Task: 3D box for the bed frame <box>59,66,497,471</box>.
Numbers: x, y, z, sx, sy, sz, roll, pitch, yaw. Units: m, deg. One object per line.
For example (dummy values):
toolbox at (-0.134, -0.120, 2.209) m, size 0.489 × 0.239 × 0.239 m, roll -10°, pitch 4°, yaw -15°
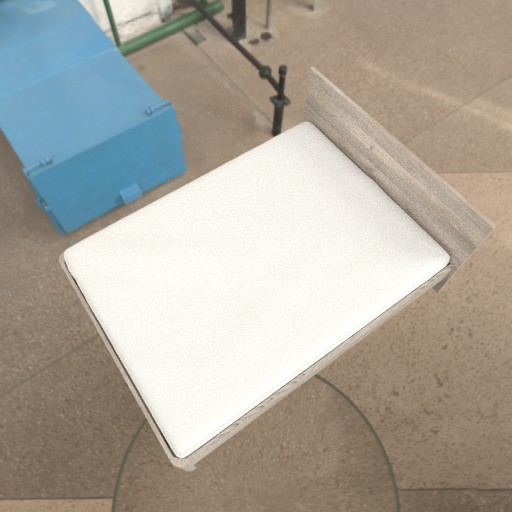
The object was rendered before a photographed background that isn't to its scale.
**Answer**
bed frame at (0.000, 0.000, 2.630) m, size 1.950 × 0.800 × 1.490 m, roll -32°, pitch 66°, yaw -16°
